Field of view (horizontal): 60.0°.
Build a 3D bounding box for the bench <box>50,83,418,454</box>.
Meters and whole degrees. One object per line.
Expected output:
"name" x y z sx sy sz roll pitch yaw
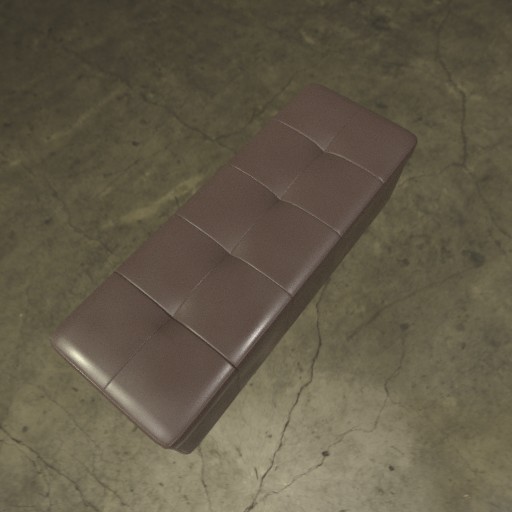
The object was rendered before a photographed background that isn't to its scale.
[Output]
"bench" 0.000 0.000 1.465 0.450 0.417 1.219 35 67 17
